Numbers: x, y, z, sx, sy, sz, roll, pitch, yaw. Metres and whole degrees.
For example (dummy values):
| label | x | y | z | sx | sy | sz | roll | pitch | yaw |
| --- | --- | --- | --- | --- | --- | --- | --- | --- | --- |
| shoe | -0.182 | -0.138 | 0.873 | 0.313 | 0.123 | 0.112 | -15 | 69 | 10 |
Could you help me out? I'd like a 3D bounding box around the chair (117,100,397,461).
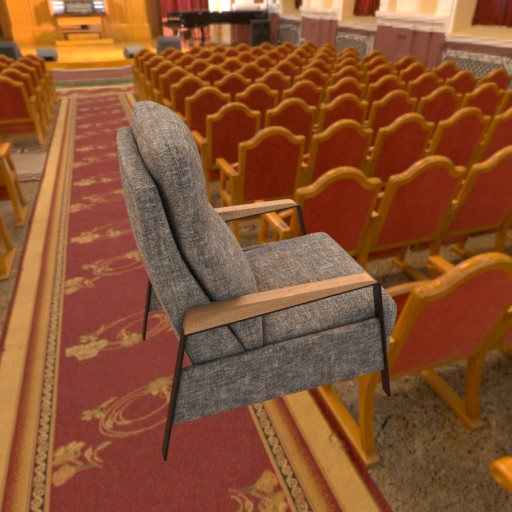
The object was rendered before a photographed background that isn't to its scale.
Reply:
| label | x | y | z | sx | sy | sz | roll | pitch | yaw |
| --- | --- | --- | --- | --- | --- | --- | --- | --- | --- |
| chair | 0.000 | 0.000 | 1.596 | 0.868 | 1.042 | 0.671 | -10 | 32 | -16 |
